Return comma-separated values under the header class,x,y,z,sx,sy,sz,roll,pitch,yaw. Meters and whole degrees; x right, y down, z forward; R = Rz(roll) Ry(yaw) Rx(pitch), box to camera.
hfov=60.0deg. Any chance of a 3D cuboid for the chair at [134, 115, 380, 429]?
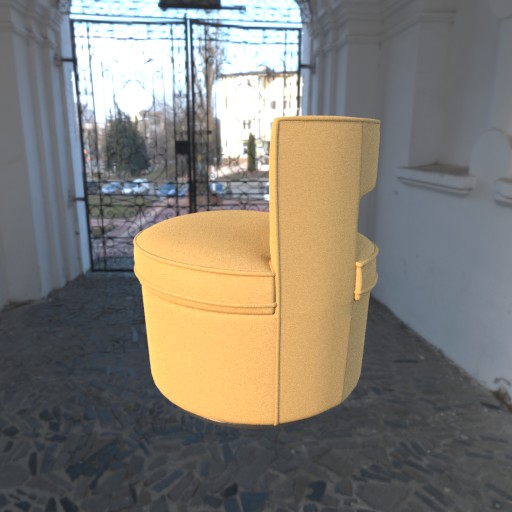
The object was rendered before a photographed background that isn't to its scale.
class,x,y,z,sx,sy,sz,roll,pitch,yaw
chair,0.000,0.000,1.239,0.665,0.723,0.650,2,15,9
